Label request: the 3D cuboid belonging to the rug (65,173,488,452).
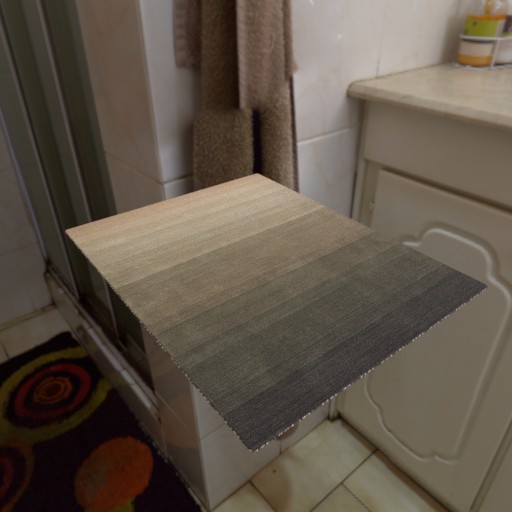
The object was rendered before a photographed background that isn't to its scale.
[{"bbox_3d":[0.000,0.000,3.783,2.305,0.017,2.902,-23,39,-31],"label":"rug"}]
